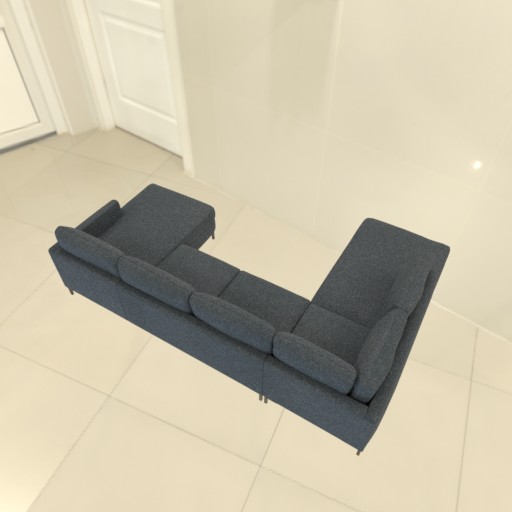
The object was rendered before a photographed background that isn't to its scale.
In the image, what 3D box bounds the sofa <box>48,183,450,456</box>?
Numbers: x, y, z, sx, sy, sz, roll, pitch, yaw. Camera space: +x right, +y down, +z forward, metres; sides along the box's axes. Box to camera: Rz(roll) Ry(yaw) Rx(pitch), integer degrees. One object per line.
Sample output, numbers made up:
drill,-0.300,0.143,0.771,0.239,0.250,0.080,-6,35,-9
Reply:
sofa,0.000,0.000,3.934,2.956,0.813,2.007,23,51,21
